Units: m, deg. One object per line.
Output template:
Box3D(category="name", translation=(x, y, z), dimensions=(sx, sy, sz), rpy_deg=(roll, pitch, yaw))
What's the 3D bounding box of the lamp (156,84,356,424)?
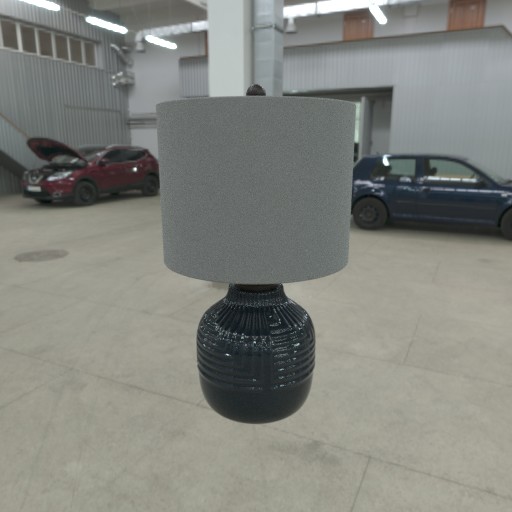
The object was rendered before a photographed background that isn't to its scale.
Box3D(category="lamp", translation=(0.000, 0.000, 0.778), dimensions=(0.318, 0.567, 0.318), rpy_deg=(0, 14, 0))
